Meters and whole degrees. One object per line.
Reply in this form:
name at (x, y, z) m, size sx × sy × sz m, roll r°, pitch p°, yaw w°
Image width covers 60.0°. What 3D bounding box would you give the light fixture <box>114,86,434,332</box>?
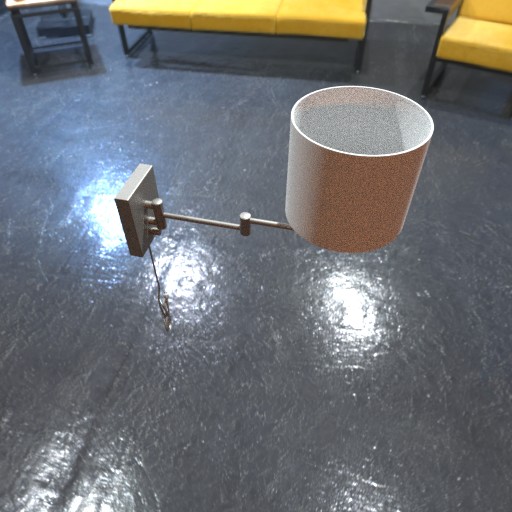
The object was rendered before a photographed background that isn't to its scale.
light fixture at (0.000, 0.000, 0.901) m, size 0.516 × 0.651 × 0.203 m, roll 10°, pitch 47°, yaw 9°
